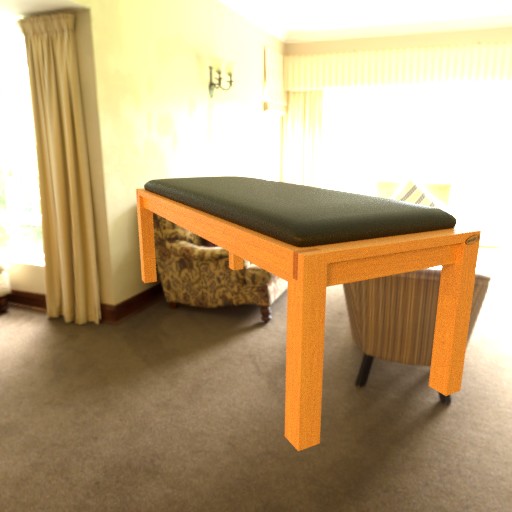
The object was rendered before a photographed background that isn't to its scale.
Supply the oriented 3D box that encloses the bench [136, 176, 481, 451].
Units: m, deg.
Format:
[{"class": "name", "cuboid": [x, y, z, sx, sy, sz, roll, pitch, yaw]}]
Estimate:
[{"class": "bench", "cuboid": [0.000, 0.000, 1.393, 0.450, 0.430, 1.202, -8, 16, -27]}]
